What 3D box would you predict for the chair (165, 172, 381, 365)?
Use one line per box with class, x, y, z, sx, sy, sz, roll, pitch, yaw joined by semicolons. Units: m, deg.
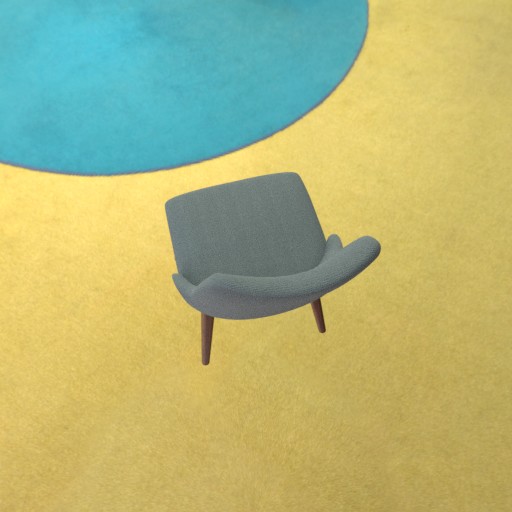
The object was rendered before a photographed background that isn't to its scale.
chair;0.000;0.000;1.353;0.535;0.918;0.707;-13;61;-7
